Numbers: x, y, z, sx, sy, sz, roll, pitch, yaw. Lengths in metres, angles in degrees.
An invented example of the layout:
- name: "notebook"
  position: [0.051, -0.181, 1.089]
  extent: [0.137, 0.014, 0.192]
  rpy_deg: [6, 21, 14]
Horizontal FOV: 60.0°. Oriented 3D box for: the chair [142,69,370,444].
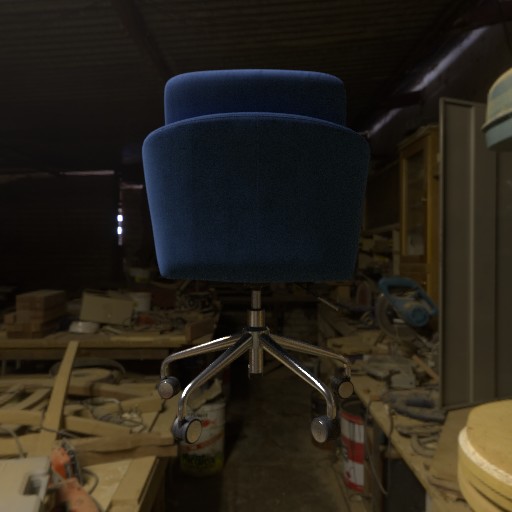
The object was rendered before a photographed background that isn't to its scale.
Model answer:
- name: "chair"
  position: [0.000, 0.000, 1.354]
  extent: [0.641, 0.908, 0.635]
  rpy_deg: [0, 1, 0]
